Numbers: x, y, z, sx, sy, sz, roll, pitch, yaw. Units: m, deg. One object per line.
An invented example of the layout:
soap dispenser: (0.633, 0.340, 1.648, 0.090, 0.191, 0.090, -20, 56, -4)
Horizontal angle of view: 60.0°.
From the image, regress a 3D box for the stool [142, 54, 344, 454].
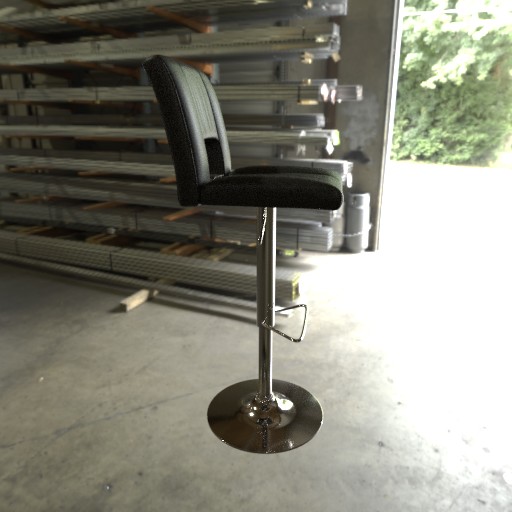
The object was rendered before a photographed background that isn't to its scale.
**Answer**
stool: (0.000, 0.000, 1.411, 0.520, 1.151, 0.415, 3, 17, 10)
